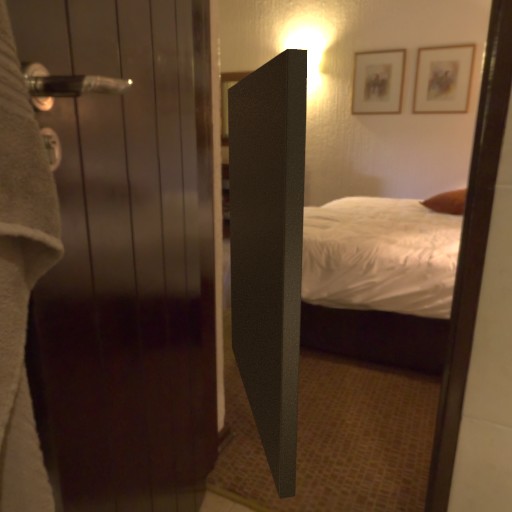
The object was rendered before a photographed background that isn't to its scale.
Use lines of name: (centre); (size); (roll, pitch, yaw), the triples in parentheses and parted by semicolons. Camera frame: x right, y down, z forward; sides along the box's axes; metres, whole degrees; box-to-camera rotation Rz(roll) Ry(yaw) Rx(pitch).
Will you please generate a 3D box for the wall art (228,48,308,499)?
wall art: (0.000, 0.000, 1.570); (0.053, 1.194, 0.950); (-3, 16, -11)
